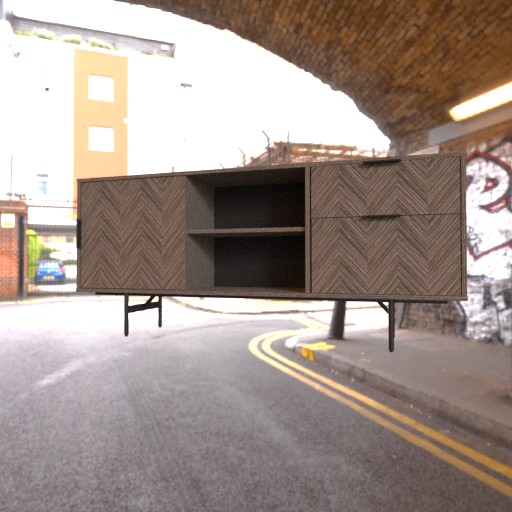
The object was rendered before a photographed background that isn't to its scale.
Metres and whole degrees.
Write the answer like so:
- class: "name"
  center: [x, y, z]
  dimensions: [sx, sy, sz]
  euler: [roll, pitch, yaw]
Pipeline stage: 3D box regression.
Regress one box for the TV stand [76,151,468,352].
- class: "TV stand"
  center: [0.000, 0.000, 2.128]
  dimensions: [1.804, 0.787, 0.405]
  euler: [0, -1, 18]
